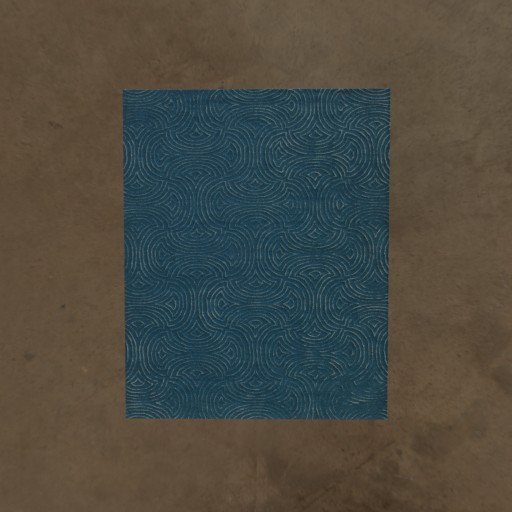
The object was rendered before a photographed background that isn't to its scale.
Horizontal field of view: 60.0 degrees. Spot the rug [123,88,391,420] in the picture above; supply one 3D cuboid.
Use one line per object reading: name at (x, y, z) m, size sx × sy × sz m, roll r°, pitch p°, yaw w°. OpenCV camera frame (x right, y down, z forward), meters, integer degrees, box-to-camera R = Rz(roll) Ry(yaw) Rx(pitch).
rug at (0.000, 0.000, 4.069) m, size 2.432 × 0.012 × 3.033 m, roll 0°, pitch 92°, yaw 1°
